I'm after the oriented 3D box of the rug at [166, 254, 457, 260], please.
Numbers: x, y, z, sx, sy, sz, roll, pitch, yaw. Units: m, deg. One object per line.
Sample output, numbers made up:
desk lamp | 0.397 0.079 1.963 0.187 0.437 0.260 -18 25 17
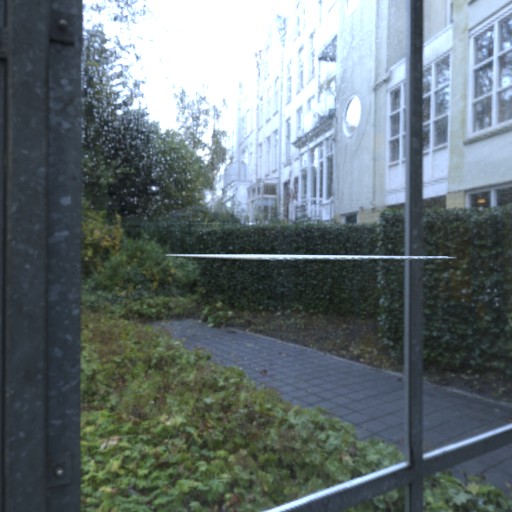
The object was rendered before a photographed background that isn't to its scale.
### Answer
rug | 0.000 0.000 2.710 0.774 0.011 2.449 0 0 -19
